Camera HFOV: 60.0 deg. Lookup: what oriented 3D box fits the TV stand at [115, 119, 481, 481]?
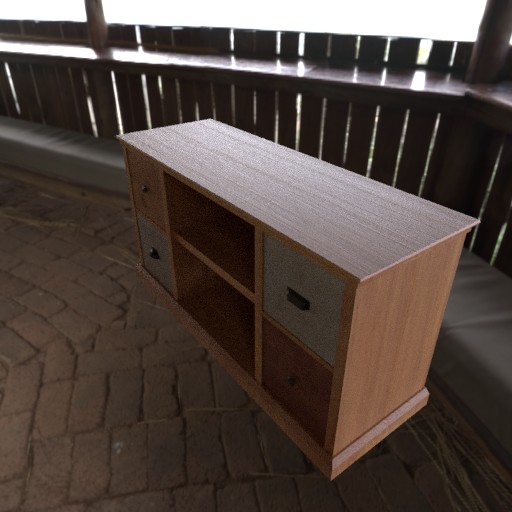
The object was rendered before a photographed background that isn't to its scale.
[{"bbox_3d":[0.000,0.000,1.475,0.417,0.607,1.181,-21,37,-31],"label":"TV stand"}]
